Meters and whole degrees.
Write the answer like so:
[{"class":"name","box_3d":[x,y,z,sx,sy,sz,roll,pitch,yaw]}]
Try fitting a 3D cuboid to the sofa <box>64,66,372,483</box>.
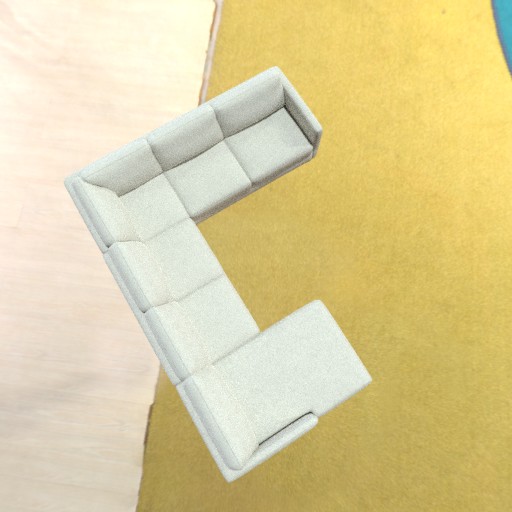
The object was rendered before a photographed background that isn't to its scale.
[{"class":"sofa","box_3d":[0.000,0.000,4.430,2.551,0.853,3.238,-31,77,-8]}]
